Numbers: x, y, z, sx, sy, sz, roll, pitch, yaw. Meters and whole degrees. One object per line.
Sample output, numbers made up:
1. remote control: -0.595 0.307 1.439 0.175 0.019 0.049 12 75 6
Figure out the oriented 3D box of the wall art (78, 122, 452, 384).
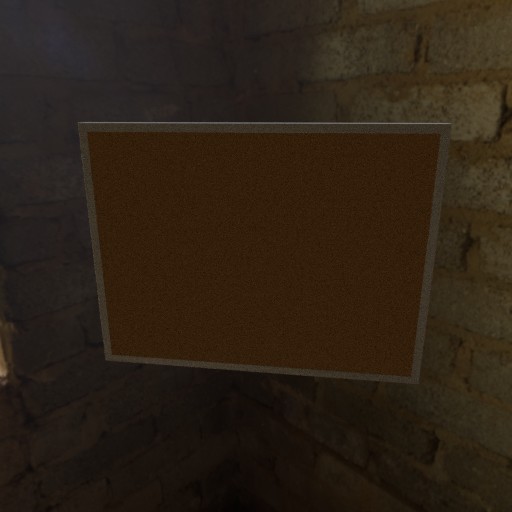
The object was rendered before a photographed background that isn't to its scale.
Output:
1. wall art: 0.000 0.000 1.369 1.041 0.787 0.053 2 18 7
